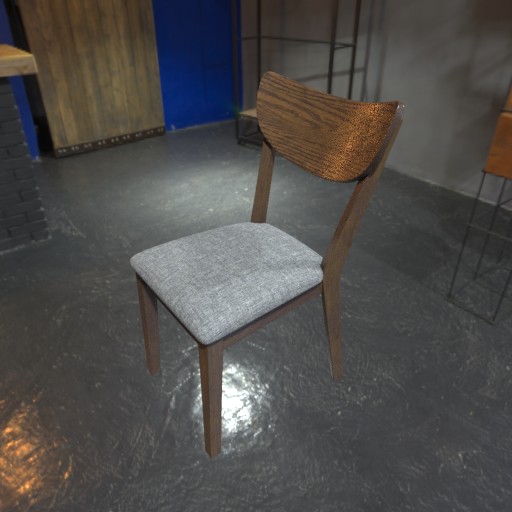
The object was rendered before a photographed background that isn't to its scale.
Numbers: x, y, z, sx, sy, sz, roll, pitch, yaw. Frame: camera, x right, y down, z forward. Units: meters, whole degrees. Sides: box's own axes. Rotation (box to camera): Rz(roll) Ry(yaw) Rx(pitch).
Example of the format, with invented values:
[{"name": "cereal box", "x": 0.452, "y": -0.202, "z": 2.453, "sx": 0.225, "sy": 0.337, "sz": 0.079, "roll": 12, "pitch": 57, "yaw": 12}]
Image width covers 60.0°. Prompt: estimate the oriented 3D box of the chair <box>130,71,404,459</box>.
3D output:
[{"name": "chair", "x": 0.000, "y": 0.000, "z": 1.221, "sx": 0.583, "sy": 0.849, "sz": 0.491, "roll": -21, "pitch": 38, "yaw": -30}]
